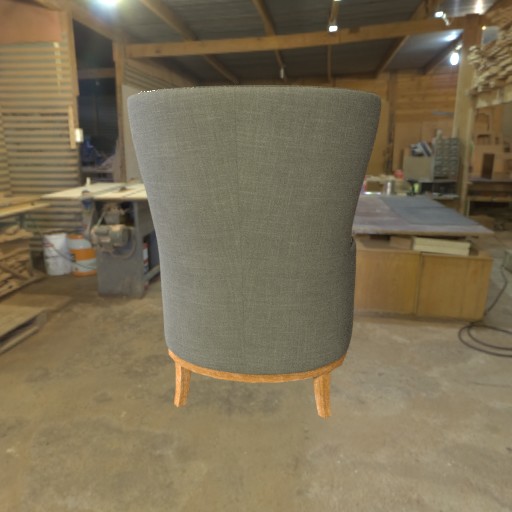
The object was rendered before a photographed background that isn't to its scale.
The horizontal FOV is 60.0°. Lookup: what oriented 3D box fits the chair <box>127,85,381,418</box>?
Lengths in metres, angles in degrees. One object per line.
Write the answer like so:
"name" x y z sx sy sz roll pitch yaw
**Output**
"chair" 0.000 0.000 1.761 0.864 1.176 0.883 2 14 7
